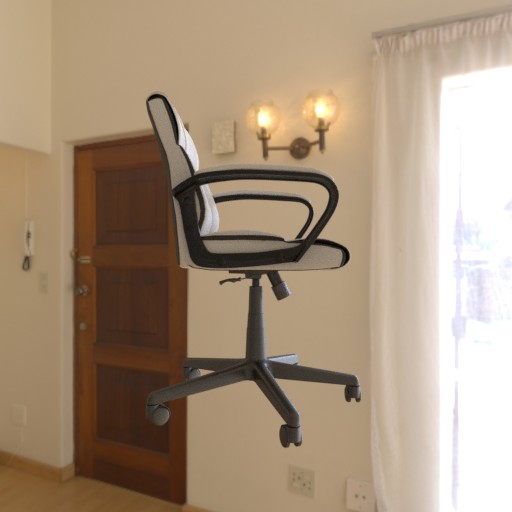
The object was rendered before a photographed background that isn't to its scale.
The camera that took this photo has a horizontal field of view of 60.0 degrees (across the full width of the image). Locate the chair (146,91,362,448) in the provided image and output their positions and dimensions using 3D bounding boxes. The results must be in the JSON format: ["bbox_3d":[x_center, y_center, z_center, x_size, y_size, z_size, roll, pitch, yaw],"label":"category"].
[{"bbox_3d":[0.000,0.000,1.501,0.717,1.004,0.739,0,0,0],"label":"chair"}]
